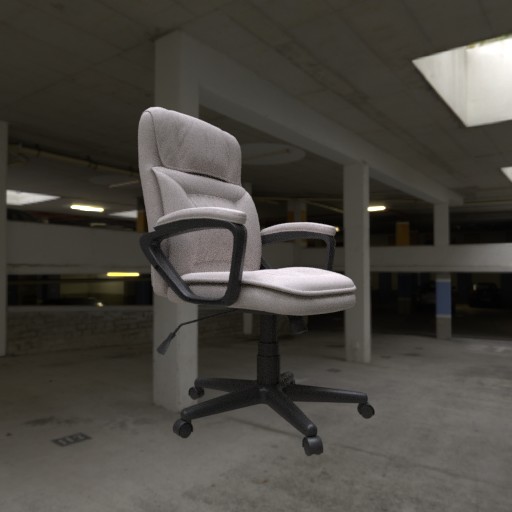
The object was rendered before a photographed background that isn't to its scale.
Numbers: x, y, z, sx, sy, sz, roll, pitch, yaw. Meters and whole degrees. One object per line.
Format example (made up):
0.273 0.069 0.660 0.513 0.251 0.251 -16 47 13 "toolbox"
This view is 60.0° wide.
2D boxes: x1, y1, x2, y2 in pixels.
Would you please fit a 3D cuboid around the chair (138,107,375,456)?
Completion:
0.000 0.000 1.572 0.724 1.105 0.667 -1 -2 36 "chair"
